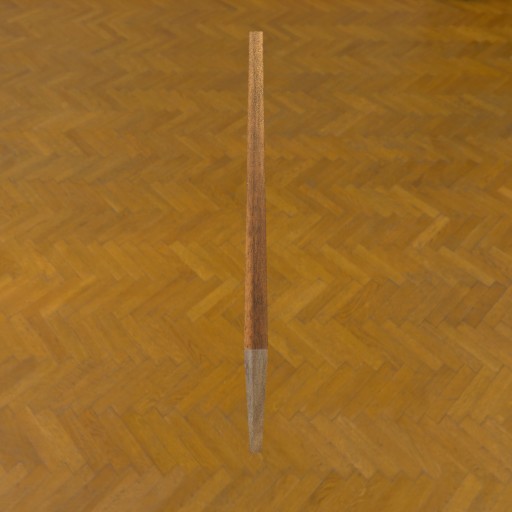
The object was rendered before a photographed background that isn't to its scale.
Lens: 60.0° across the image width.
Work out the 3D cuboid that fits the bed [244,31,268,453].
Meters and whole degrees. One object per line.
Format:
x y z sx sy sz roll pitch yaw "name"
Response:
0.000 0.000 1.467 0.043 0.940 1.041 0 56 0 "bed"
